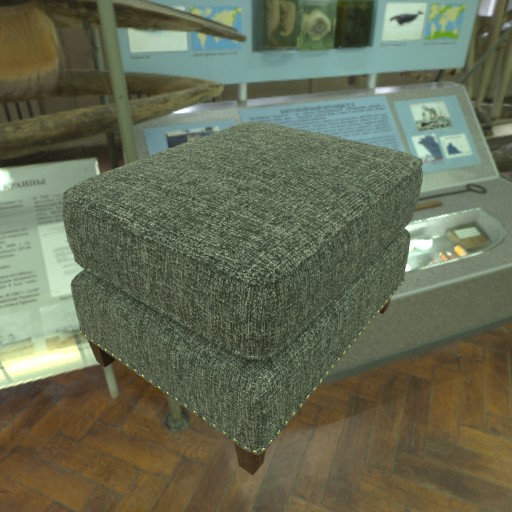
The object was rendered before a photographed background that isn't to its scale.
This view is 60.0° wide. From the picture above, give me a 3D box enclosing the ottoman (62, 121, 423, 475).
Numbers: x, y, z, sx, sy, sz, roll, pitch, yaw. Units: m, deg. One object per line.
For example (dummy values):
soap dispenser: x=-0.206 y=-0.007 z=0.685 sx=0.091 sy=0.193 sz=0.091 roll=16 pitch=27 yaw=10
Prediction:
ottoman: x=0.000 y=0.000 z=1.137 sx=0.589 sy=0.537 sz=0.738 roll=22 pitch=39 yaw=31
